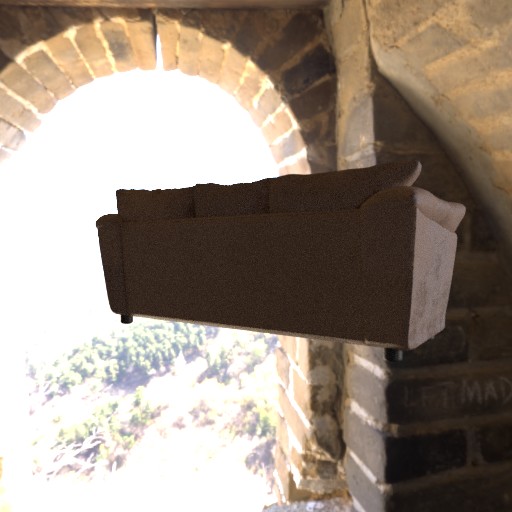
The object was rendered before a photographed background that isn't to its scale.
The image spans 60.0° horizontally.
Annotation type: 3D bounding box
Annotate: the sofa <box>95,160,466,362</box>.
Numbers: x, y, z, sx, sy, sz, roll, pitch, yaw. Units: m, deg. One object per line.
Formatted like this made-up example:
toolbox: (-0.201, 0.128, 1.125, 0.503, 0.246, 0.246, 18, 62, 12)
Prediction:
sofa: (0.000, 0.000, 2.874, 2.377, 0.981, 0.893, 0, 1, 35)
